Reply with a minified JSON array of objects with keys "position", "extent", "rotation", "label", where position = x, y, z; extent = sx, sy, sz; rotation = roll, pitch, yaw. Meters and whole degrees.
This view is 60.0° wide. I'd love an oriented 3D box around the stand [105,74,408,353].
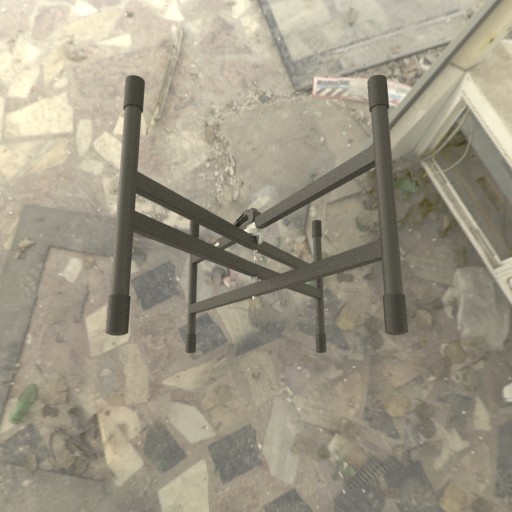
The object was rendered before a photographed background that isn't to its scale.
[{"position":[0.000,0.000,1.214],"extent":[0.503,0.900,0.495],"rotation":[0,76,0],"label":"stand"}]
